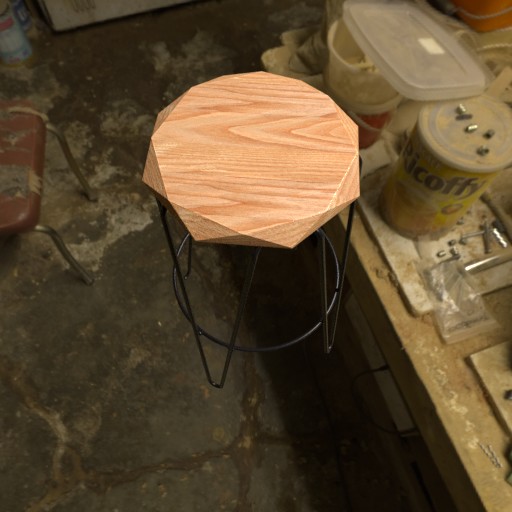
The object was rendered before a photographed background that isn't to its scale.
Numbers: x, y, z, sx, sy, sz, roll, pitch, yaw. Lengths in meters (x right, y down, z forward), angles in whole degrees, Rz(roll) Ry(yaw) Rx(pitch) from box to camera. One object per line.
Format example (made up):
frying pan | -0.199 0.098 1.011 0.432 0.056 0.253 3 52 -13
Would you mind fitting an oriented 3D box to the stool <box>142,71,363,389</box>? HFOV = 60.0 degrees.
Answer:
stool | 0.000 0.000 0.813 0.326 0.610 0.326 -16 64 -8
